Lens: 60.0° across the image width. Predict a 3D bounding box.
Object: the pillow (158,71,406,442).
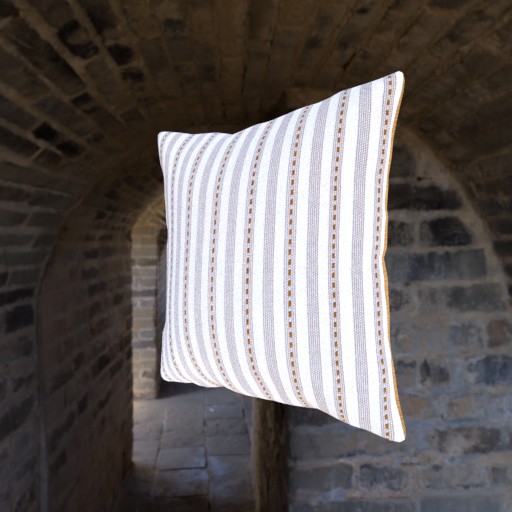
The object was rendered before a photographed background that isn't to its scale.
[{"bbox_3d":[0.000,0.000,0.644,0.432,0.437,0.147,1,1,36],"label":"pillow"}]
